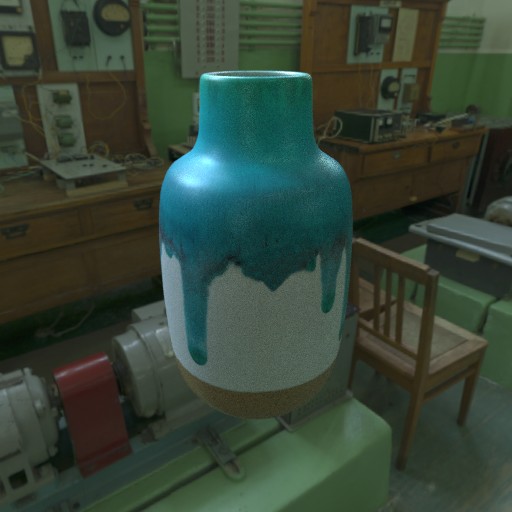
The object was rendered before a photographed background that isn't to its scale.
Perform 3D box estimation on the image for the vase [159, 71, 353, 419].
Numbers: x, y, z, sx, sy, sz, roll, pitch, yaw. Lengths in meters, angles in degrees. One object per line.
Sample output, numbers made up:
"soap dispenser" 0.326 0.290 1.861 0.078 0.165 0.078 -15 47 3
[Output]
"vase" 0.000 0.000 0.251 0.106 0.192 0.106 0 26 0
